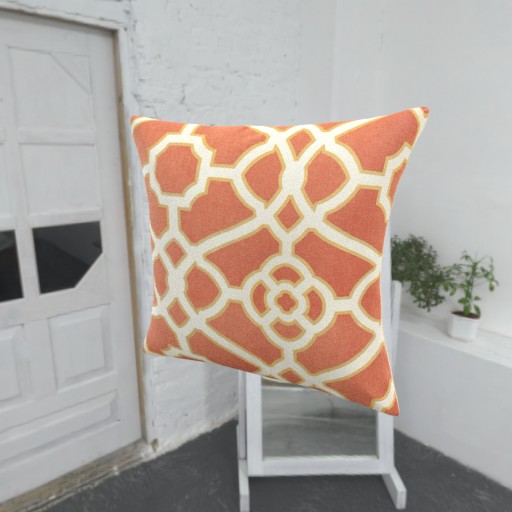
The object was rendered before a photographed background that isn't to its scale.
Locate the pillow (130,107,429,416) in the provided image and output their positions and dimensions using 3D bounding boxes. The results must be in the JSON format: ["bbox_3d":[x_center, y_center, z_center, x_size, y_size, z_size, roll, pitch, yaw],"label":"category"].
[{"bbox_3d":[0.000,0.000,0.817,0.552,0.508,0.166,7,16,25],"label":"pillow"}]
